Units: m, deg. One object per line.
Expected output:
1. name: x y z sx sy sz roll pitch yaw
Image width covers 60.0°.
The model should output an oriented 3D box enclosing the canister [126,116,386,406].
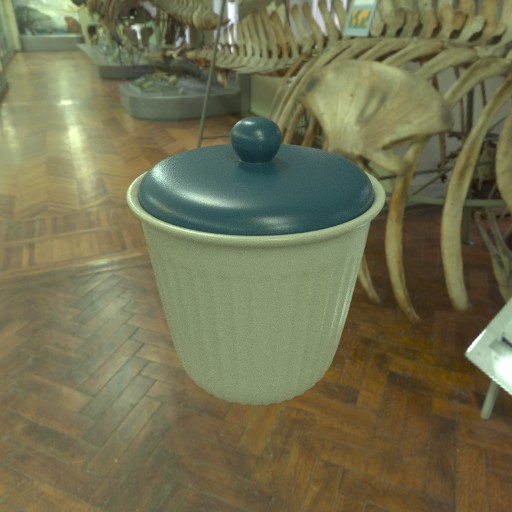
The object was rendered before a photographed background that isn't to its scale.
1. canister: 0.000 0.000 0.347 0.181 0.211 0.181 0 28 0
